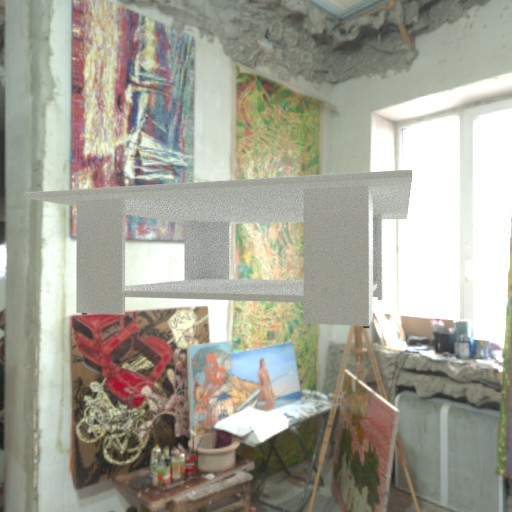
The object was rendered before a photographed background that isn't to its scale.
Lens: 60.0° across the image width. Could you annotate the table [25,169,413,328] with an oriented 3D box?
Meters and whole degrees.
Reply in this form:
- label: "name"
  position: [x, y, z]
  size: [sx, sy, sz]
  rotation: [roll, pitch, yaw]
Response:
- label: "table"
  position: [0.000, 0.000, 1.359]
  size: [0.890, 0.305, 0.890]
  rotation: [0, 0, 18]
